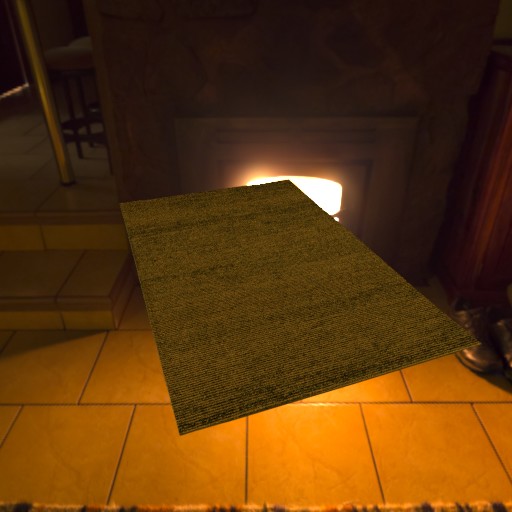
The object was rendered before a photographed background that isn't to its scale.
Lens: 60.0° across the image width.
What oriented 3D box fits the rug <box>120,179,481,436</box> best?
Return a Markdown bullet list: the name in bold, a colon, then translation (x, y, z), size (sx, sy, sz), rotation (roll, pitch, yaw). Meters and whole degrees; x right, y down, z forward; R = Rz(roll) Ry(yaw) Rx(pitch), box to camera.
- **rug**: translation (0.000, 0.000, 2.196), size (1.145, 0.021, 1.777), rotation (-11, 33, -17)
